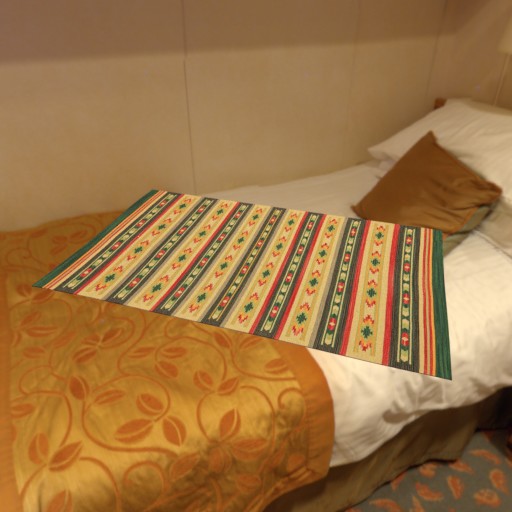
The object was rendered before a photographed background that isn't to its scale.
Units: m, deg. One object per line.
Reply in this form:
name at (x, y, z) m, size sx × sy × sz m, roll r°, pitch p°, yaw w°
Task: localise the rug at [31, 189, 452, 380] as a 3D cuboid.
rug at (0.000, 0.000, 3.030) m, size 2.447 × 0.011 × 1.520 m, roll 10°, pitch 34°, yaw 15°
